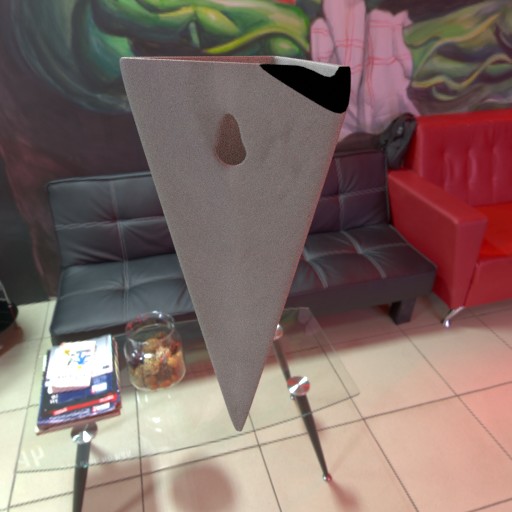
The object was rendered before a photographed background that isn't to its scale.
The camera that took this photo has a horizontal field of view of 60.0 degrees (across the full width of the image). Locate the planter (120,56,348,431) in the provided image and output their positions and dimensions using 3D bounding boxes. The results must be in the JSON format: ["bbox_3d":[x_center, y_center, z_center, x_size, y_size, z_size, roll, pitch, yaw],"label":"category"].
[{"bbox_3d":[0.000,0.000,0.154,0.058,0.130,0.047,9,32,14],"label":"planter"}]
